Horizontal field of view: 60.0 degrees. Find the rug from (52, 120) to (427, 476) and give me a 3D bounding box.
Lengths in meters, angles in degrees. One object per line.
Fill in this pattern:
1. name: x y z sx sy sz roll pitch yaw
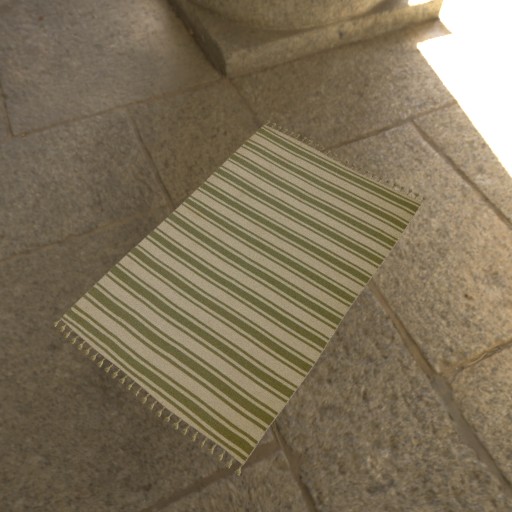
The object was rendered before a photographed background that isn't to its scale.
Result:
1. rug: 0.000 0.000 2.417 1.162 0.013 1.875 32 63 19
